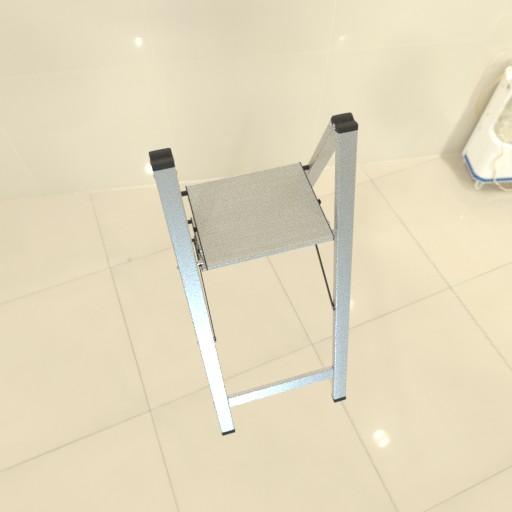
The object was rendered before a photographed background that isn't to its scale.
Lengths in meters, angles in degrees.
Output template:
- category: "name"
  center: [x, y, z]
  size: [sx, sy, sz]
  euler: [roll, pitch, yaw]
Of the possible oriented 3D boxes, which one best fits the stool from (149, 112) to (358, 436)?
- category: "stool"
  center: [0.000, 0.000, 1.286]
  size: [0.441, 0.902, 0.730]
  euler: [-13, 59, -8]
